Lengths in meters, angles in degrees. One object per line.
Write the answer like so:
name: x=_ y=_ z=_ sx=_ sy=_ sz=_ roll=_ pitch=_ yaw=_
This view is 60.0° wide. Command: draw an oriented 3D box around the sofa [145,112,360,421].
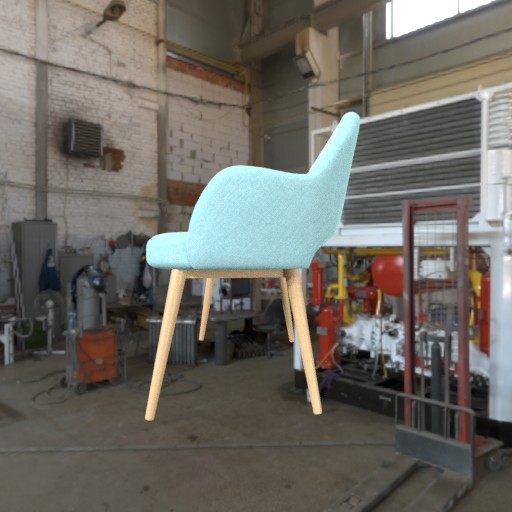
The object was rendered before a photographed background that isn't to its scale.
sofa: x=0.000 y=0.000 z=1.647 sx=0.610 sy=0.840 sz=1.150 roll=0 pitch=1 yaw=0
